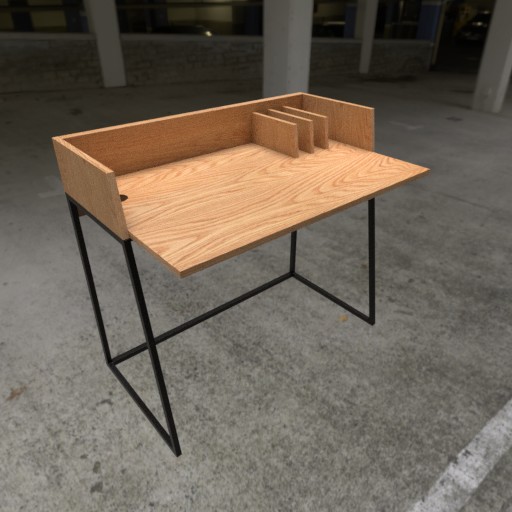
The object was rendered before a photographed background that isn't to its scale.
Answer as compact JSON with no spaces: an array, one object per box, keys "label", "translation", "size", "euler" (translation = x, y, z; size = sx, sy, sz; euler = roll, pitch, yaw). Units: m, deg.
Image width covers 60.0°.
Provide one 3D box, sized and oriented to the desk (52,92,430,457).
[{"label":"desk","translation":[0.000,0.000,1.867],"size":[1.191,1.061,0.769],"euler":[-23,38,-33]}]
